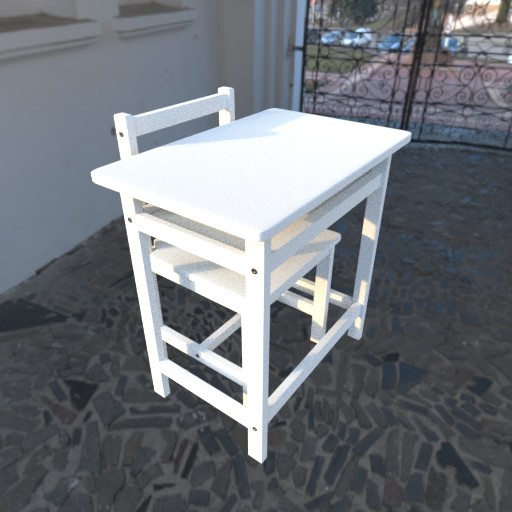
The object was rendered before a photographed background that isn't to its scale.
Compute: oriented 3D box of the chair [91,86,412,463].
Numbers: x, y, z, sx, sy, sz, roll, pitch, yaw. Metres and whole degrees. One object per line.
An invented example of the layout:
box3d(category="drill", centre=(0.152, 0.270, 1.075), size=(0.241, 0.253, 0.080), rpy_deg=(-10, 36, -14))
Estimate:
box3d(category="chair", centre=(0.000, 0.000, 1.070), size=(0.461, 0.673, 0.599), rpy_deg=(21, 38, 30))
